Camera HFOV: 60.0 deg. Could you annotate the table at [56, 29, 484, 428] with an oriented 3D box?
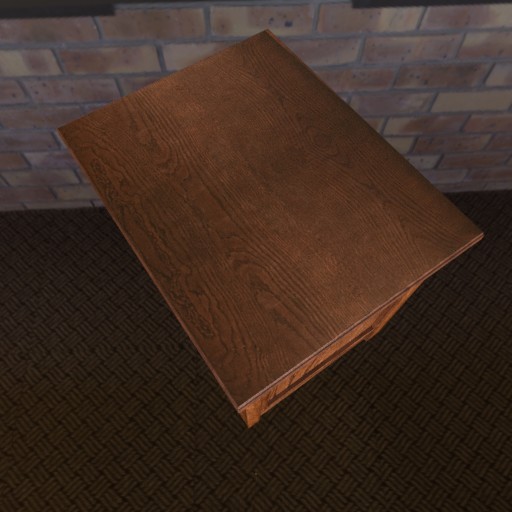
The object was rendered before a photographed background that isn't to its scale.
[{"bbox_3d":[0.000,0.000,1.003,0.461,0.597,0.586,-32,68,-15],"label":"table"}]
